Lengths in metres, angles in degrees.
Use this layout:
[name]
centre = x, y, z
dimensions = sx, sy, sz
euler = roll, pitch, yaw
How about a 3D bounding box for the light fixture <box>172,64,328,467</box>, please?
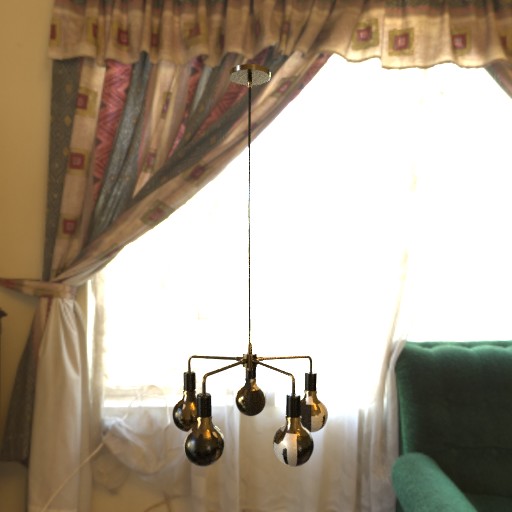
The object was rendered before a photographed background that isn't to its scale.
[light fixture]
centre = 0.000, 0.000, 1.200
dimensions = 0.421, 0.988, 0.438
euler = 0, 0, -18
